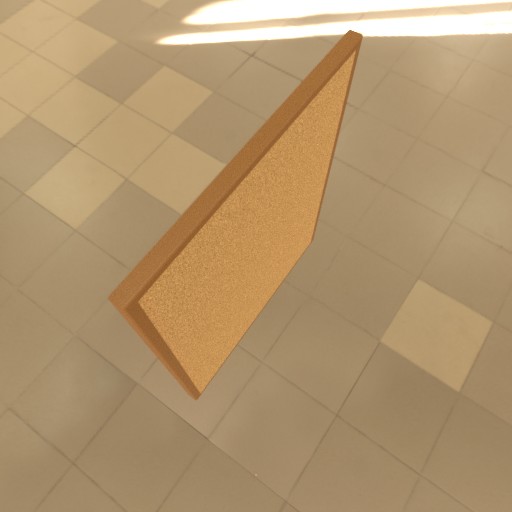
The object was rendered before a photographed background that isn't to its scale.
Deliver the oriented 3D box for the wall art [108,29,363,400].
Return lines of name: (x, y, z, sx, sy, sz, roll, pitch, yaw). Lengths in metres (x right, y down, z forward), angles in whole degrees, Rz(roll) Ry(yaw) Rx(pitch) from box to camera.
wall art: (0.000, 0.000, 0.504, 0.015, 0.379, 0.310, 32, 68, 15)
